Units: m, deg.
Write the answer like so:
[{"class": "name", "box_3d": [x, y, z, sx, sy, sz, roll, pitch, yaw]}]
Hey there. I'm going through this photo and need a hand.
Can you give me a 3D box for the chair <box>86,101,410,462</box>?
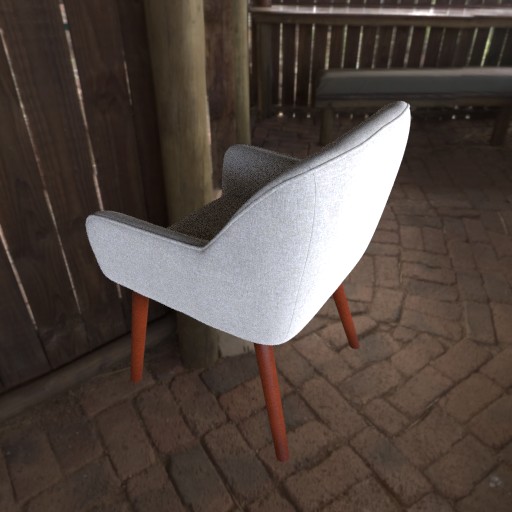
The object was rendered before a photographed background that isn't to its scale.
[{"class": "chair", "box_3d": [0.000, 0.000, 1.211, 0.610, 0.813, 0.610, 20, 38, 27]}]
